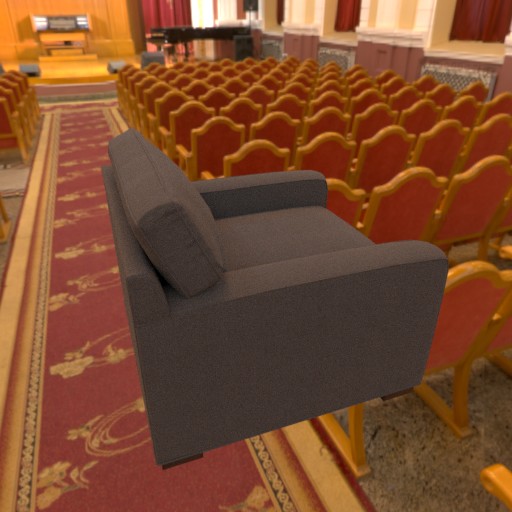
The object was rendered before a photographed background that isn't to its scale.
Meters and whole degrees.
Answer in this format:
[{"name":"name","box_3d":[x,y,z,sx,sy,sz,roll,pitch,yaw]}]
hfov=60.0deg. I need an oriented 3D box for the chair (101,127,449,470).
[{"name":"chair","box_3d":[0.000,0.000,1.775,1.043,0.913,0.997,-10,30,-18]}]
